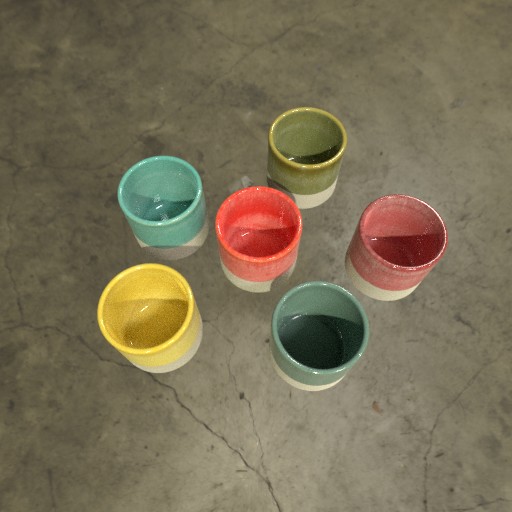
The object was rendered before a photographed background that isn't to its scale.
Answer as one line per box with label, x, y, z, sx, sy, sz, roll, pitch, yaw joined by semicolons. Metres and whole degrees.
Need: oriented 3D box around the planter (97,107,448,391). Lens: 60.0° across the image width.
planter;0.000;0.000;0.405;0.286;0.075;0.257;-35;69;-16
